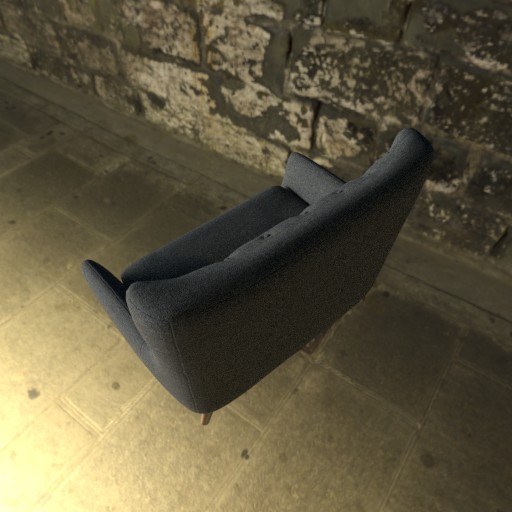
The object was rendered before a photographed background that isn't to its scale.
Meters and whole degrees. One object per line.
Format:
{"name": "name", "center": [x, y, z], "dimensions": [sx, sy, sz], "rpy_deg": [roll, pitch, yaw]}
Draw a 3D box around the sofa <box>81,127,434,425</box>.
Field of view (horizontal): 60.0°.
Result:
{"name": "sofa", "center": [0.000, 0.000, 2.034], "dimensions": [1.358, 1.028, 0.874], "rpy_deg": [-32, 55, -26]}
